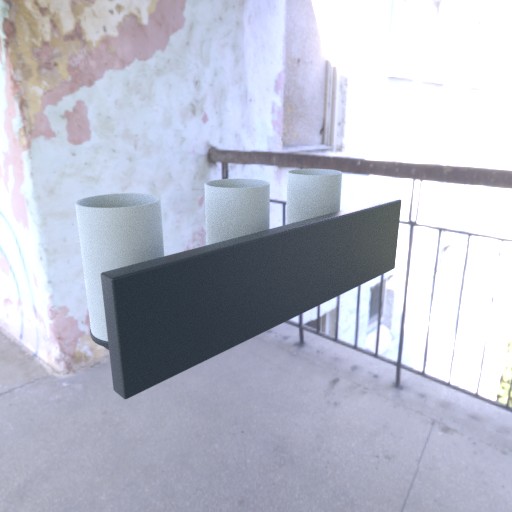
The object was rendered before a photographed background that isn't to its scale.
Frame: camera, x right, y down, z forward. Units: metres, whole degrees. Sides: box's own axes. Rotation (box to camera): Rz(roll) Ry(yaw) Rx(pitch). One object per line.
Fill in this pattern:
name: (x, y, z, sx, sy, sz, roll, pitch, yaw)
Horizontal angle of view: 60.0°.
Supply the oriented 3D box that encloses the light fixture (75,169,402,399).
light fixture: (0.000, 0.000, 0.543, 0.145, 0.172, 0.451, 16, 24, 42)
